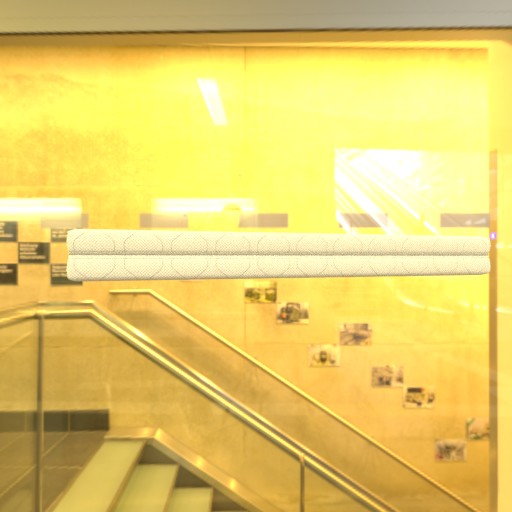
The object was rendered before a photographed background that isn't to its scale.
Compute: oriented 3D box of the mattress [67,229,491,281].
[{"bbox_3d":[0.000,0.000,2.705,2.000,0.200,1.600,0,0,-18],"label":"mattress"}]
